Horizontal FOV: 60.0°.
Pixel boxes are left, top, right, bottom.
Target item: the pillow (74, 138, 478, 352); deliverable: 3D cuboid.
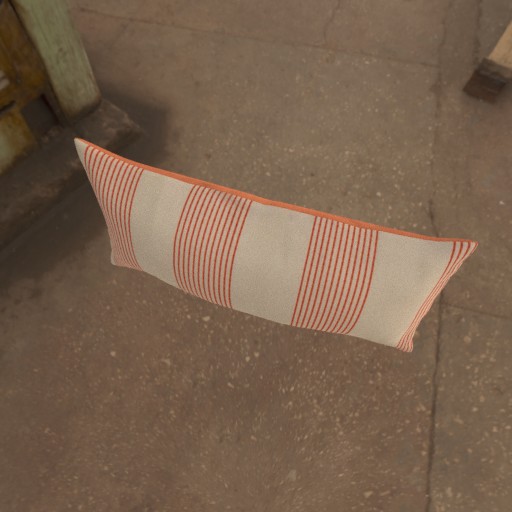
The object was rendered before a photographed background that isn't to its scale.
[{"bbox_3d":[0.000,0.000,0.743,0.608,0.292,0.156,16,60,9],"label":"pillow"}]
